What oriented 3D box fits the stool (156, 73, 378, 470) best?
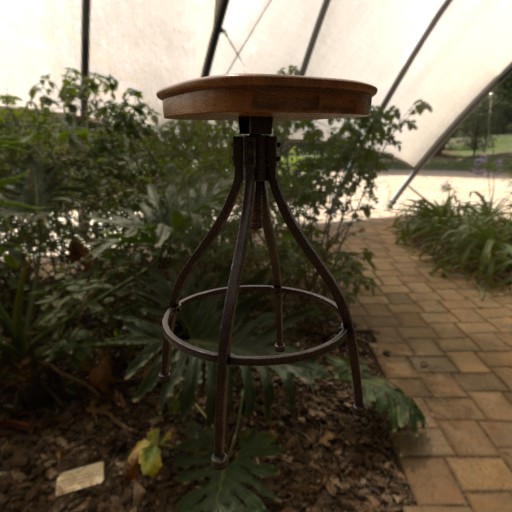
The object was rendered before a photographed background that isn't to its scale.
[{"bbox_3d":[0.000,0.000,0.976,0.424,0.694,0.432,-8,17,-27],"label":"stool"}]
